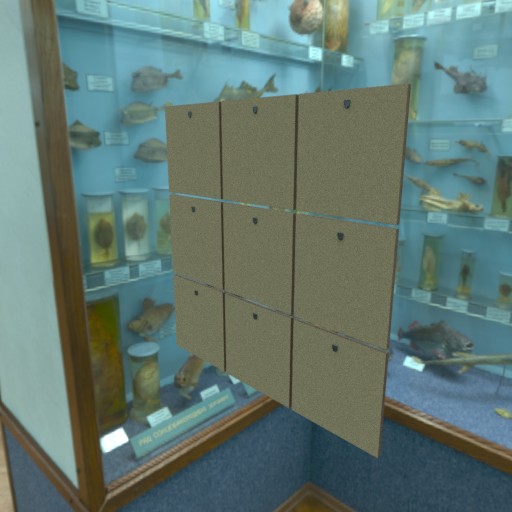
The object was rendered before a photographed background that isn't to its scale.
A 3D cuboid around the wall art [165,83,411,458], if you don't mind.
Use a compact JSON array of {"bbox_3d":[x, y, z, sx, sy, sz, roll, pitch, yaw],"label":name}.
[{"bbox_3d":[0.000,0.000,1.342,0.018,0.904,0.906,-14,20,-42],"label":"wall art"}]
